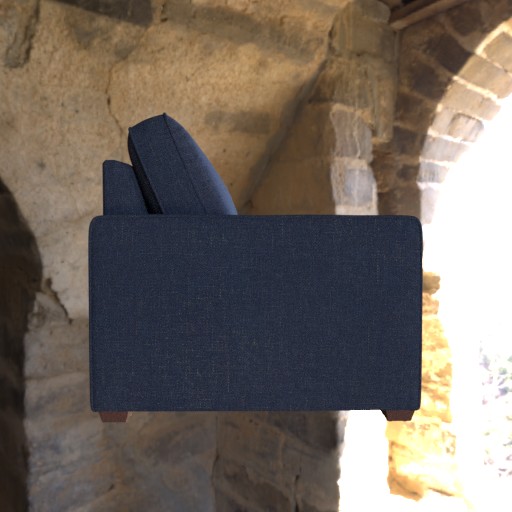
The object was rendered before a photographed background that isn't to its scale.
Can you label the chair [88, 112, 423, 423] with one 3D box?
[{"bbox_3d":[0.000,0.000,1.706,0.940,0.919,1.017,0,2,-1],"label":"chair"}]
